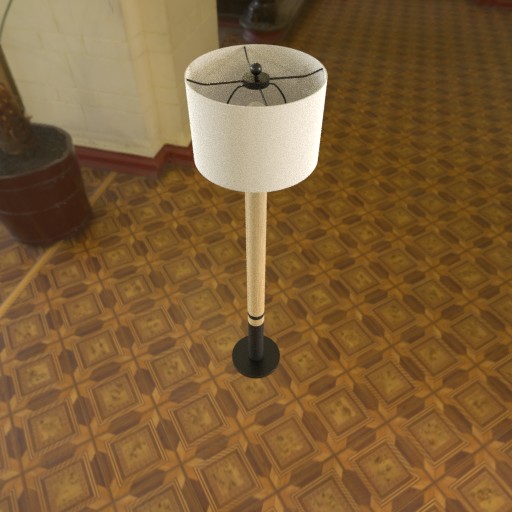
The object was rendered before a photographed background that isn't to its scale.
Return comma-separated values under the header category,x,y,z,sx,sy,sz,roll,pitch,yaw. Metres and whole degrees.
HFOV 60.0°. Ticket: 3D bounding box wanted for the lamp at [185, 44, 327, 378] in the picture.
category,x,y,z,sx,sy,sz,roll,pitch,yaw
lamp,0.000,0.000,1.706,0.381,1.478,0.381,-23,51,-20
